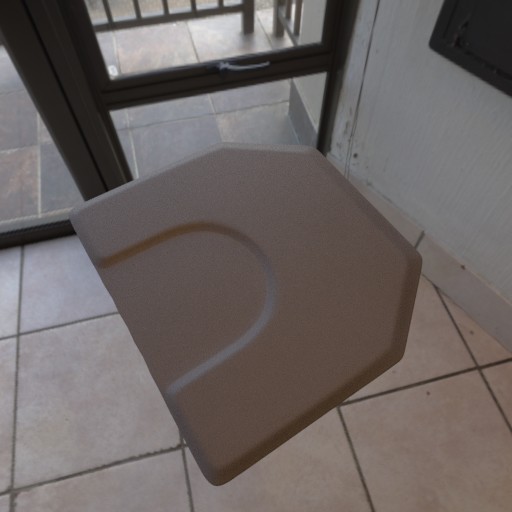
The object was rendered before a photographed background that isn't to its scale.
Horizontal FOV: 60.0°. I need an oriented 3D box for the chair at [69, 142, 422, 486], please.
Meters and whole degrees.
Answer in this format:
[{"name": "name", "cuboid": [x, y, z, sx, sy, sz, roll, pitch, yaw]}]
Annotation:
[{"name": "chair", "cuboid": [0.000, 0.000, 1.915, 1.219, 0.024, 1.372, -29, 63, -17]}]
